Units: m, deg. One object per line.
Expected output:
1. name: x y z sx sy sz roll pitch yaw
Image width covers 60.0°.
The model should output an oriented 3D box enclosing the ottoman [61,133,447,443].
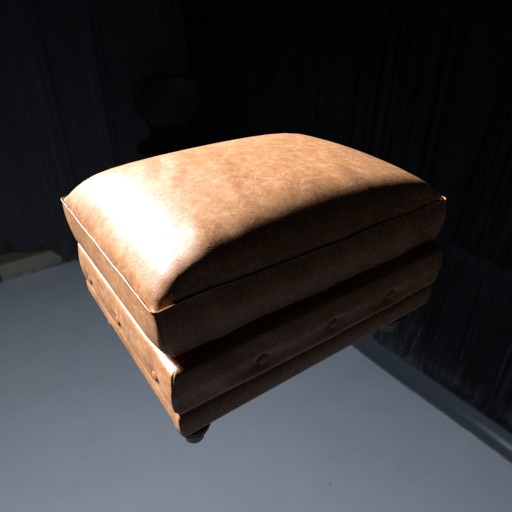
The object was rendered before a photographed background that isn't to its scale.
1. ottoman: 0.000 0.000 1.053 0.710 0.480 0.533 -20 37 -29
